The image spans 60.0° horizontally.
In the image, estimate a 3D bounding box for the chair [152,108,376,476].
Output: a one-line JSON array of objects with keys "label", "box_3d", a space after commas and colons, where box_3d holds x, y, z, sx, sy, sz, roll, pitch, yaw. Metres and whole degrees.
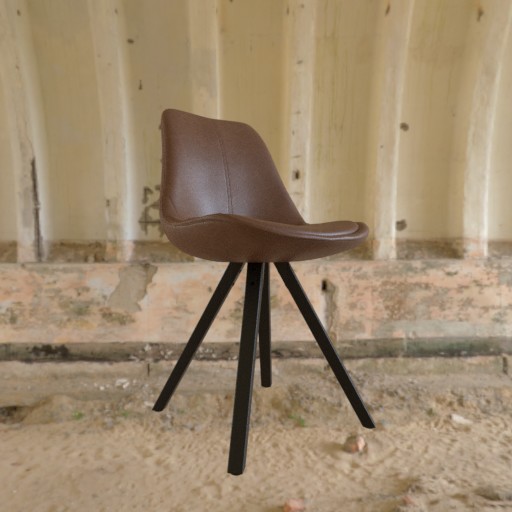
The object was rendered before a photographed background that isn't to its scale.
[{"label": "chair", "box_3d": [0.000, 0.000, 1.156, 0.475, 0.850, 0.550, 0, 1, -35]}]
